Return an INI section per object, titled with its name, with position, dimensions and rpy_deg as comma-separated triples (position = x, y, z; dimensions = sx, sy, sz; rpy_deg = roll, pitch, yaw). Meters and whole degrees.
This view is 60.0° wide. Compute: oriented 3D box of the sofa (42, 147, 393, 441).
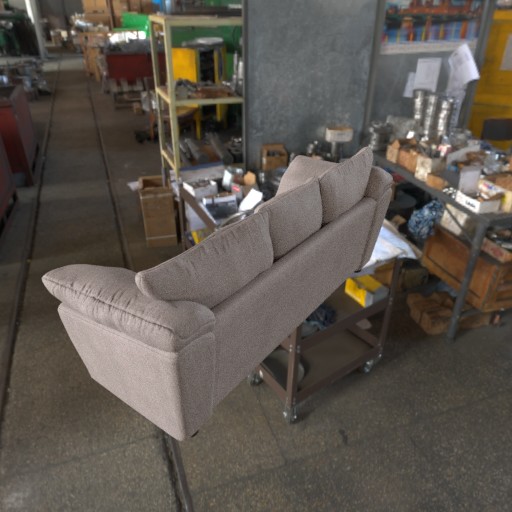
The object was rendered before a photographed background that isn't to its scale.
[sofa]
position = 0.000, 0.000, 2.823
dimensions = 0.878, 0.996, 2.334
rpy_deg = 20, 36, 31
